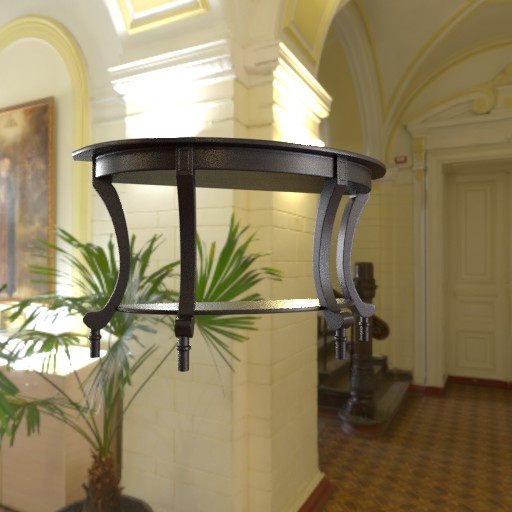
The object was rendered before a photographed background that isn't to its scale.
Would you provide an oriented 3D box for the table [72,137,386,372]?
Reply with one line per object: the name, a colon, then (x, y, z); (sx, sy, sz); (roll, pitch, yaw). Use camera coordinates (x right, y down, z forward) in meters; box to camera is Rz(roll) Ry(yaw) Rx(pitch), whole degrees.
table: (0.000, 0.000, 1.522); (1.198, 0.692, 0.394); (0, -1, -18)
